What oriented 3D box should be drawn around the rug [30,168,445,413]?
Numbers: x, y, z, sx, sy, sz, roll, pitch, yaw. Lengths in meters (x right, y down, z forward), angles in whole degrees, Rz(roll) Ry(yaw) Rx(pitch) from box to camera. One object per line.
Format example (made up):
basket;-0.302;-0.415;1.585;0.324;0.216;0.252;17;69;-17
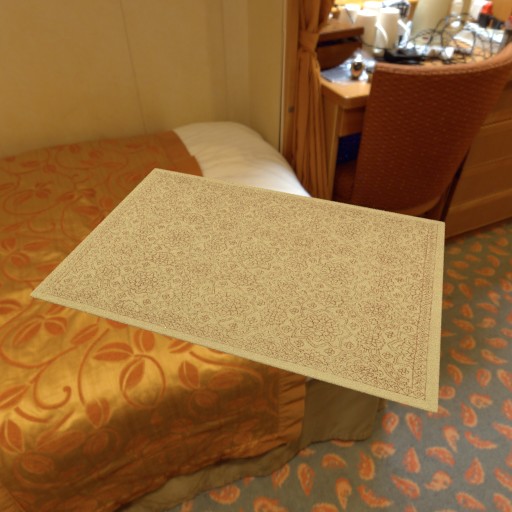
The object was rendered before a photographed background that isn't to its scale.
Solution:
rug;0.000;0.000;2.282;1.829;0.010;1.219;13;43;14
